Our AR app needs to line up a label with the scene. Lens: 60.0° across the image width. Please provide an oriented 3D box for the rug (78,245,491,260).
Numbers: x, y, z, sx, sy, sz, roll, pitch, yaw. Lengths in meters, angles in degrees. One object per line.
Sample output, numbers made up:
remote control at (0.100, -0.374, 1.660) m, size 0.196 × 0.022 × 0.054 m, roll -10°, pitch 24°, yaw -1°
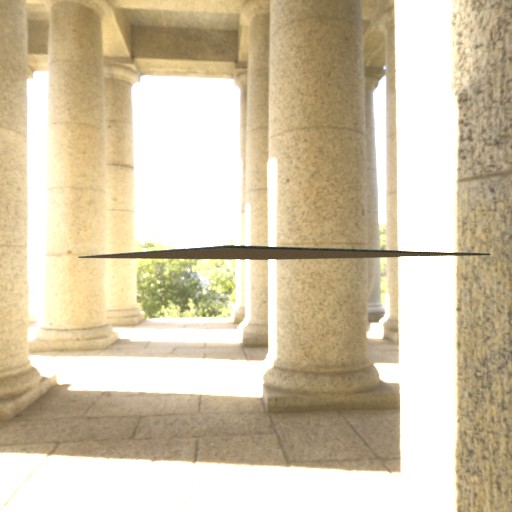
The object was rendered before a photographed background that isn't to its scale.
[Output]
rug at (0.000, 0.000, 4.085) m, size 2.441 × 0.016 × 3.050 m, roll 1°, pitch -2°, yaw -35°
